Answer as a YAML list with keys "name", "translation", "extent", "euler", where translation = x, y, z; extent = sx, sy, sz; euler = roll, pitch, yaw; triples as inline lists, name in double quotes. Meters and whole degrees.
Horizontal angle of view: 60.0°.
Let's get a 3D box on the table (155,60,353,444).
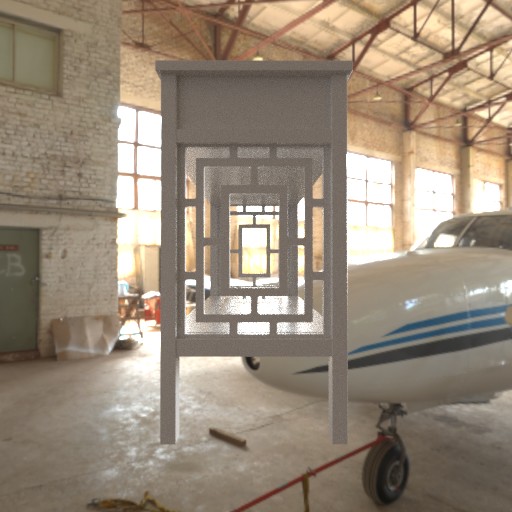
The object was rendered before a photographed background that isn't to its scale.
- name: "table"
  translation: [0.000, 0.000, 1.394]
  extent: [0.397, 0.753, 1.068]
  euler: [0, -1, 0]
